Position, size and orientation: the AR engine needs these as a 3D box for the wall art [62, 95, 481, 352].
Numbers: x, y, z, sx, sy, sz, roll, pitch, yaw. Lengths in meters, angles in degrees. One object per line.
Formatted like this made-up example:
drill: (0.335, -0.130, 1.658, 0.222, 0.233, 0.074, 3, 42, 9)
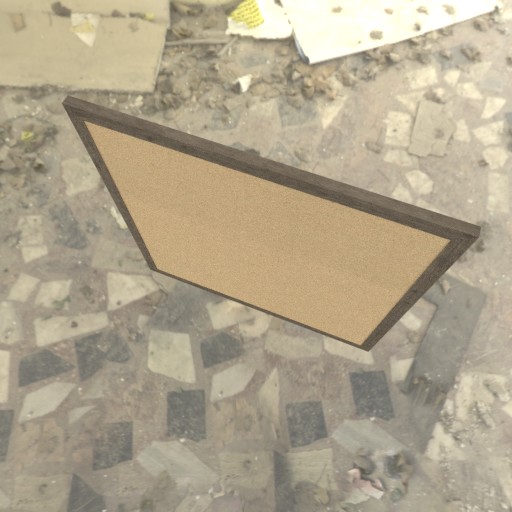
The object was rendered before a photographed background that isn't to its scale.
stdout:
wall art: (0.000, 0.000, 0.663, 0.457, 0.457, 0.013, 20, 66, 9)
